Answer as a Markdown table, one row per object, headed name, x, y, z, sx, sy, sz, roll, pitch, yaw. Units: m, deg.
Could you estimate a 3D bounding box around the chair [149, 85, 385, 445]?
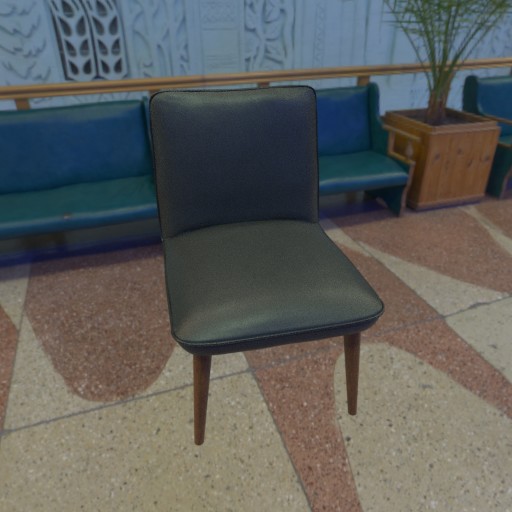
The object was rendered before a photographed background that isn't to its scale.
| name | x | y | z | sx | sy | sz | roll | pitch | yaw |
| --- | --- | --- | --- | --- | --- | --- | --- | --- | --- |
| chair | 0.000 | 0.000 | 1.240 | 0.543 | 0.801 | 0.645 | -9 | 32 | -15 |
